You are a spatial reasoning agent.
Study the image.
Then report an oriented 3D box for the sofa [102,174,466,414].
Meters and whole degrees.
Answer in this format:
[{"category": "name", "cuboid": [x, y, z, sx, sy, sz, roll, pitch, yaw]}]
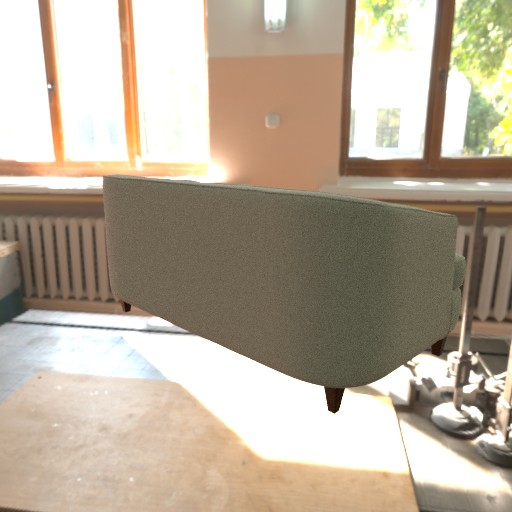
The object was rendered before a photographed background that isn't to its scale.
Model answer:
[{"category": "sofa", "cuboid": [0.000, 0.000, 2.226, 1.733, 0.855, 0.941, 13, 19, 42]}]
